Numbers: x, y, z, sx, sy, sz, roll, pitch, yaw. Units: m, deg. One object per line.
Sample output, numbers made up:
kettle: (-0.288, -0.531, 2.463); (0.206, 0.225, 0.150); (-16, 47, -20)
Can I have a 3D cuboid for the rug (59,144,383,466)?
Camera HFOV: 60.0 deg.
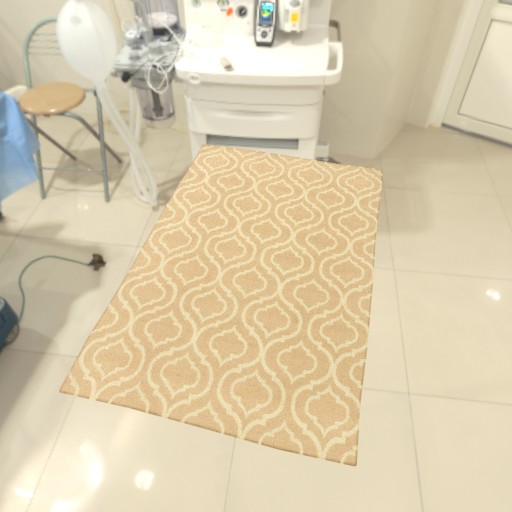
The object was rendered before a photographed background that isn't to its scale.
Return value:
rug: (0.000, 0.000, 2.191); (1.152, 0.013, 1.761); (10, 48, 9)
